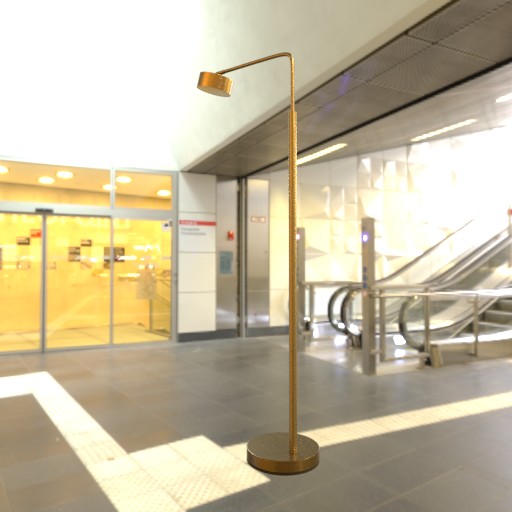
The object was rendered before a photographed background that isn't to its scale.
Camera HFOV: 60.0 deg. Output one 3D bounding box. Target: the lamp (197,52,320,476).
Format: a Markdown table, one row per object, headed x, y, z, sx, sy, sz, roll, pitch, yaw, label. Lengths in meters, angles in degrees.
| x | y | z | sx | sy | sz | roll | pitch | yaw | label |
| --- | --- | --- | --- | --- | --- | --- | --- | --- | --- |
| 0.000 | 0.000 | 1.411 | 0.418 | 1.230 | 0.219 | -1 | -2 | 35 | lamp |
